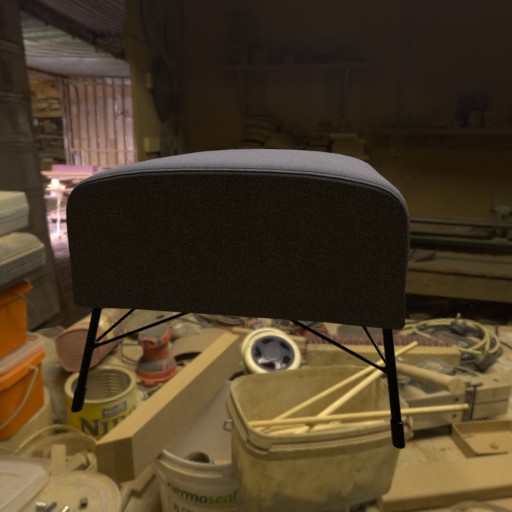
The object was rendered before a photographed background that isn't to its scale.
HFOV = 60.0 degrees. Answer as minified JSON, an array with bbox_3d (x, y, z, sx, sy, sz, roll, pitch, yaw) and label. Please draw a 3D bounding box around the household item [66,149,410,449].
[{"bbox_3d":[0.000,0.000,0.878,0.530,0.410,0.530,3,15,9],"label":"household item"}]
